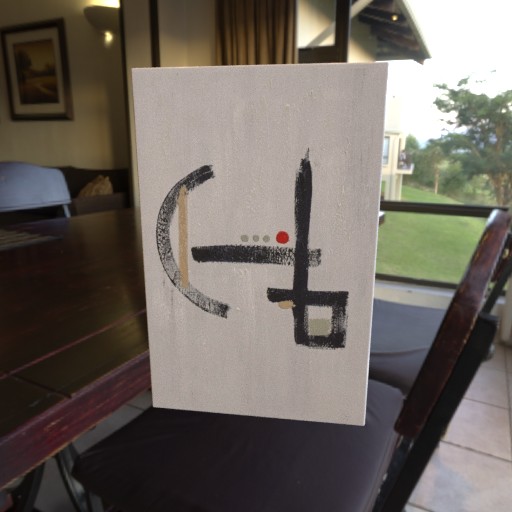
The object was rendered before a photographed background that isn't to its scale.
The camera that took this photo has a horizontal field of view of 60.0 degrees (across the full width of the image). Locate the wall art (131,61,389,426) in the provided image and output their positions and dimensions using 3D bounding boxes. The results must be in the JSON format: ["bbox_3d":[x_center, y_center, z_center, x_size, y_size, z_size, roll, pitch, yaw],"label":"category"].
[{"bbox_3d":[0.000,0.000,1.149,0.602,0.916,0.048,2,14,8],"label":"wall art"}]
